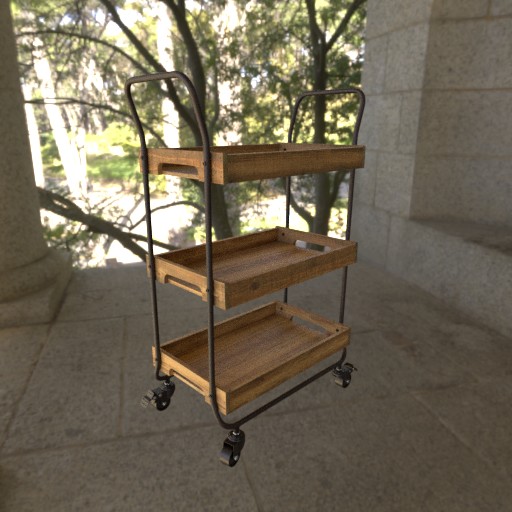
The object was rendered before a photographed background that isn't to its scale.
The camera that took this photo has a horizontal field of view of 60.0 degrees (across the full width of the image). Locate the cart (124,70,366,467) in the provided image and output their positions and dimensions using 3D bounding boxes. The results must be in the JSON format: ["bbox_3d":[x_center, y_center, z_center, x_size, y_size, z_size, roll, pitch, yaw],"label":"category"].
[{"bbox_3d":[0.000,0.000,1.177,0.583,0.857,0.339,-15,22,-42],"label":"cart"}]
